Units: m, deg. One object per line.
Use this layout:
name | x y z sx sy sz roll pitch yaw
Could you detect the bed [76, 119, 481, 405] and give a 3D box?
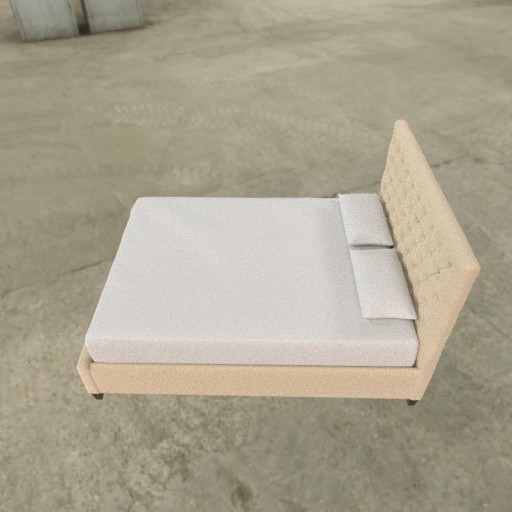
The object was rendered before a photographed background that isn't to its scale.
bed | 0.000 0.000 3.366 2.387 1.427 1.698 1 43 1
